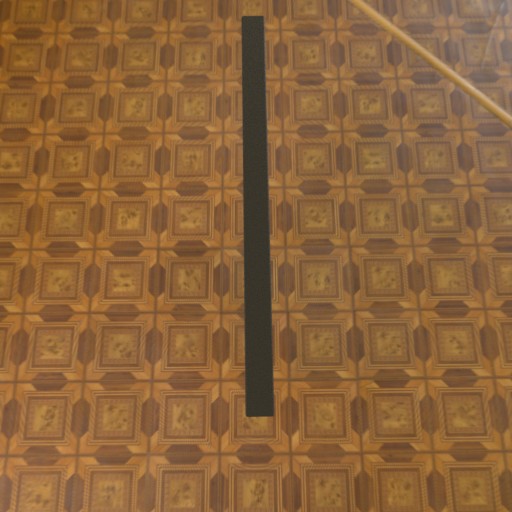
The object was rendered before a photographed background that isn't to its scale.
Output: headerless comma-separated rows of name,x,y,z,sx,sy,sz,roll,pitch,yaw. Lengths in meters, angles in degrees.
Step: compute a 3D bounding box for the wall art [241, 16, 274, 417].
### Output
wall art,0.000,0.000,0.749,0.028,0.558,0.457,-1,76,0
